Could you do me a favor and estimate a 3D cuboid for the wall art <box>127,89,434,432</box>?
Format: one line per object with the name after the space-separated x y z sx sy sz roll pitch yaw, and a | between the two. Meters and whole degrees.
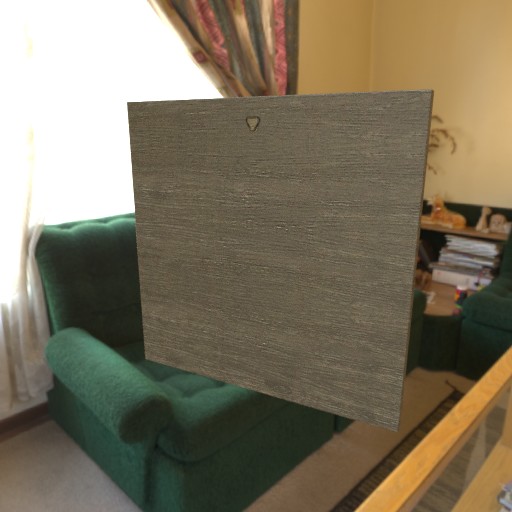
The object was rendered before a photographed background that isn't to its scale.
0.000 0.000 0.678 0.462 0.459 0.027 8 17 26 | wall art
